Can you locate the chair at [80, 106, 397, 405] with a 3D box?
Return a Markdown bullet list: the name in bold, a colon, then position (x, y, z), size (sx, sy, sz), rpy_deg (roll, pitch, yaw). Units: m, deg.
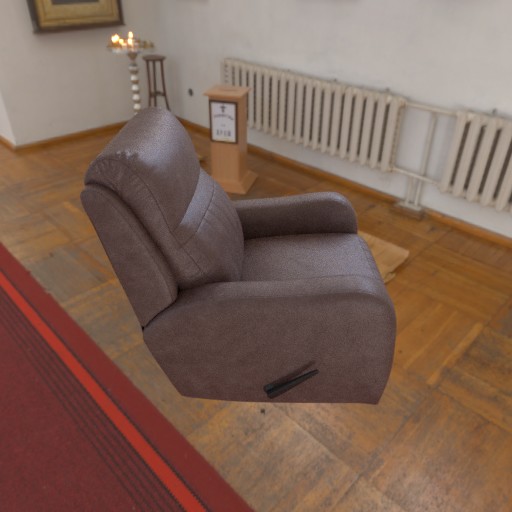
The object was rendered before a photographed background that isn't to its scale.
- **chair**: position (0.000, 0.000, 1.817), size (1.067, 1.067, 0.865), rpy_deg (0, 33, 0)
